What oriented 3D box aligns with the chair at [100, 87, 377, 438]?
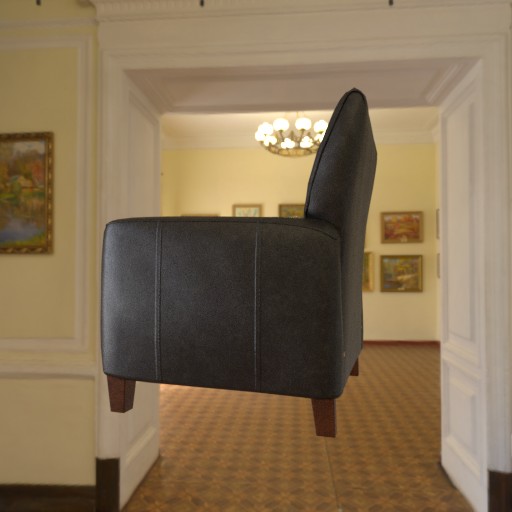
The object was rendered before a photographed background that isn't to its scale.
[{"bbox_3d":[0.000,0.000,1.676,0.864,1.014,0.848,0,-1,18],"label":"chair"}]
